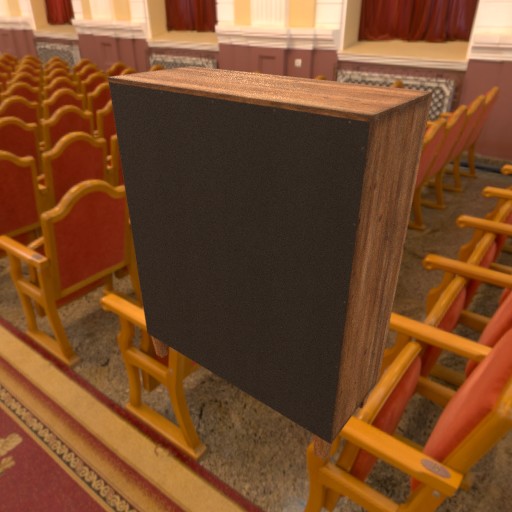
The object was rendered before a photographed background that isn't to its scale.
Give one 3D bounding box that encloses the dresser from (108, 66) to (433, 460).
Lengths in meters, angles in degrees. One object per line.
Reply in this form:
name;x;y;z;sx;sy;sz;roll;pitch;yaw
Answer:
dresser;0.000;0.000;1.855;1.067;1.359;0.438;21;36;32
